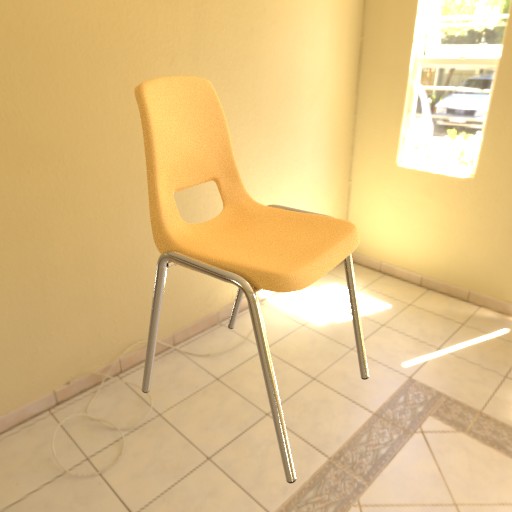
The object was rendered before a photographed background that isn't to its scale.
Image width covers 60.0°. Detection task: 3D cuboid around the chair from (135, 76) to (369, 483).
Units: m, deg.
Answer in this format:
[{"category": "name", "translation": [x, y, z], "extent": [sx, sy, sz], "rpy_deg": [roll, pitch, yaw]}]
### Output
[{"category": "chair", "translation": [0.000, 0.000, 0.948], "extent": [0.436, 0.704, 0.381], "rpy_deg": [16, 29, 32]}]
